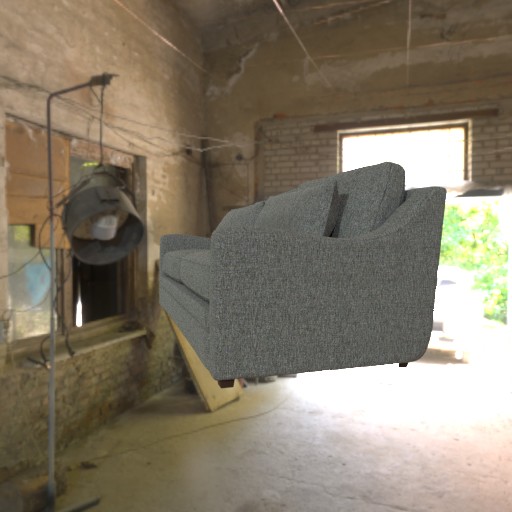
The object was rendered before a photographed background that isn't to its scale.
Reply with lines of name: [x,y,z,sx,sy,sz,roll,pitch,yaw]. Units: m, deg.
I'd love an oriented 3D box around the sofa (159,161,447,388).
sofa: [0.000,0.000,3.015,1.103,0.998,2.418,-1,2,-18]
